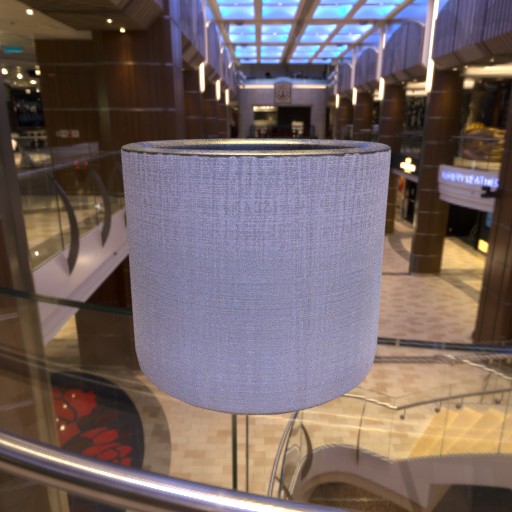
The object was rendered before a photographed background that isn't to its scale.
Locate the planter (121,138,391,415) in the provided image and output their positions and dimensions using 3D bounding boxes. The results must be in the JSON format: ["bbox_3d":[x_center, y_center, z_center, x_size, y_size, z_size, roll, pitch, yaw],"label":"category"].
[{"bbox_3d":[0.000,0.000,0.226,0.125,0.112,0.125,0,17,0],"label":"planter"}]
